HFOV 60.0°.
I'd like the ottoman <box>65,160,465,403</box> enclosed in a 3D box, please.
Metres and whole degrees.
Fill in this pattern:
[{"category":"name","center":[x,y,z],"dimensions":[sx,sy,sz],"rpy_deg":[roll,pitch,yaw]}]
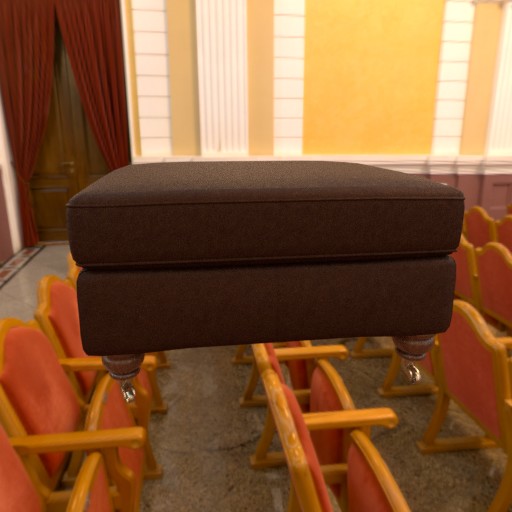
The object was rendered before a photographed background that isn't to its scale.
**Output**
[{"category":"ottoman","center":[0.000,0.000,1.799],"dimensions":[1.187,0.730,0.967],"rpy_deg":[-2,16,-8]}]
